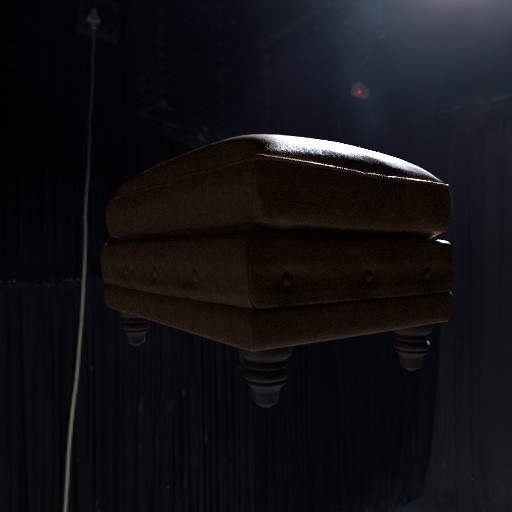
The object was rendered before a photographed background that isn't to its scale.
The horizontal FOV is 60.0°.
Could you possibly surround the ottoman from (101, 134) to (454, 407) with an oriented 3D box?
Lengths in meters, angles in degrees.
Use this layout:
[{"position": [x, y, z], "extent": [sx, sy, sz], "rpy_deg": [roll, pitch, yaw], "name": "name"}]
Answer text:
[{"position": [0.000, 0.000, 1.061], "extent": [0.533, 0.480, 0.710], "rpy_deg": [0, 0, -36], "name": "ottoman"}]
